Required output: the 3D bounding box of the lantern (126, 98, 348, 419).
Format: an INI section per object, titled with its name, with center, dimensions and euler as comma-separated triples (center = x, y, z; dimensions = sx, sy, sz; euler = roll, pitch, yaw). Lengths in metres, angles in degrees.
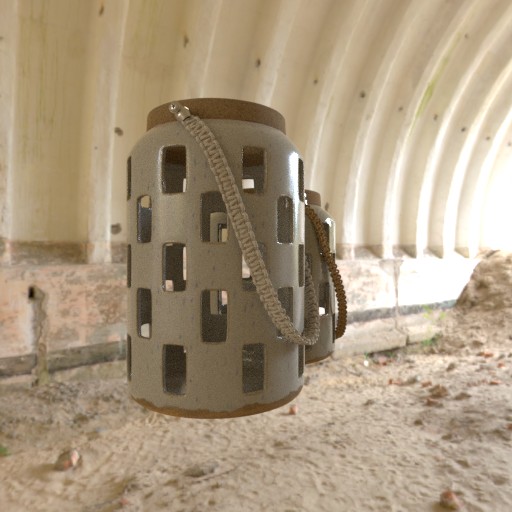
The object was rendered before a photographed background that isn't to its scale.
[lantern]
center = 0.000, 0.000, 0.501
dimensions = 0.184, 0.255, 0.347
euler = 0, 0, 19
